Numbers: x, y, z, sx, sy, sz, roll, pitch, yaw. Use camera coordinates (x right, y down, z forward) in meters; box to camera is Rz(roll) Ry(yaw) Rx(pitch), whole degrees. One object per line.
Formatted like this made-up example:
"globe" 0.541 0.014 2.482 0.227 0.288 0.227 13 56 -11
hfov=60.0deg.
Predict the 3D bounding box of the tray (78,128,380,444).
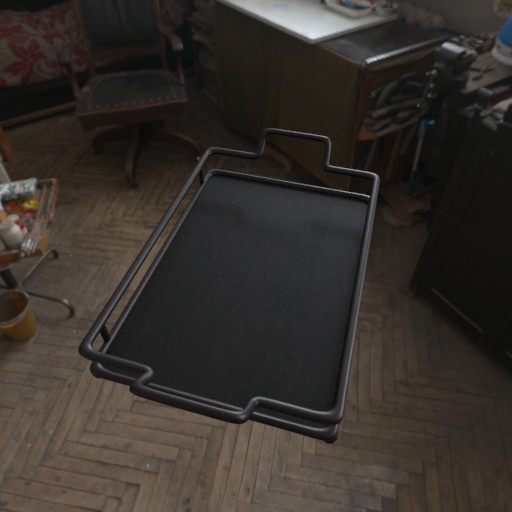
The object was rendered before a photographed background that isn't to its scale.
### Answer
"tray" 0.000 0.000 0.608 0.297 0.101 0.495 12 48 11
